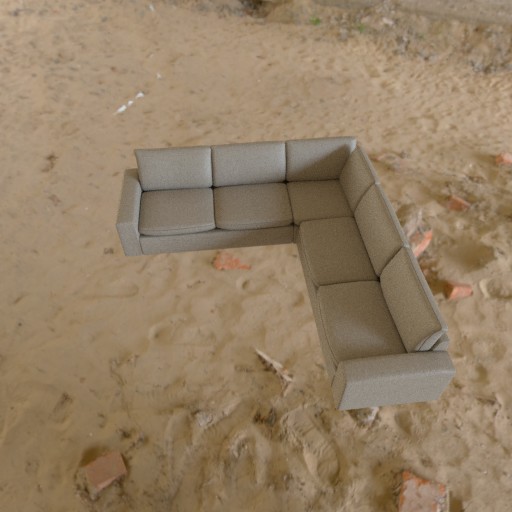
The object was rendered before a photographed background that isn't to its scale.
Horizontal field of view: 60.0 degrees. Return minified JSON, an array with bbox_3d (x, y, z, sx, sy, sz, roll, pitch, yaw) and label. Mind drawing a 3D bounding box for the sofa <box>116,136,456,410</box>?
[{"bbox_3d":[0.000,0.000,4.084,2.622,0.800,2.742,-5,47,-4],"label":"sofa"}]
